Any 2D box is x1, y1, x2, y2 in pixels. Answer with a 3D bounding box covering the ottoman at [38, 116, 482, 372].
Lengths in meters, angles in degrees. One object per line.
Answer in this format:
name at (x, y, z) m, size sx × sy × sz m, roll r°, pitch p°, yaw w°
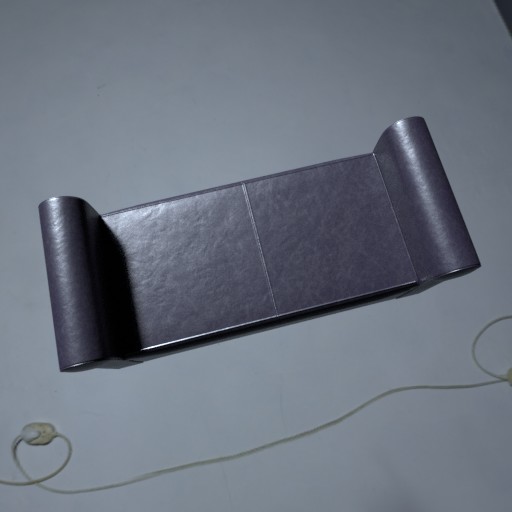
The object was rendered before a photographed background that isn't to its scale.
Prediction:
ottoman at (0.000, 0.000, 1.550) m, size 1.256 × 0.547 × 0.521 m, roll -14°, pitch 76°, yaw -4°
